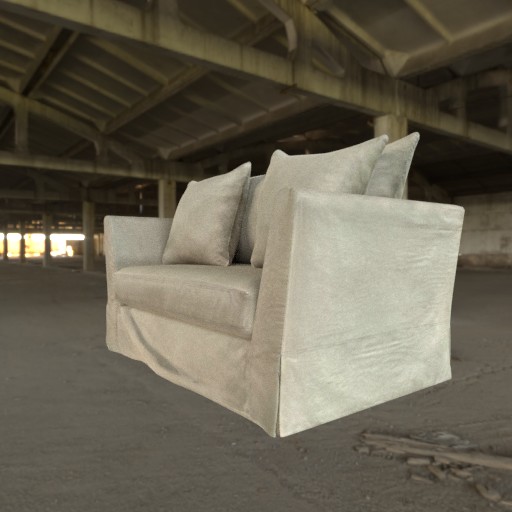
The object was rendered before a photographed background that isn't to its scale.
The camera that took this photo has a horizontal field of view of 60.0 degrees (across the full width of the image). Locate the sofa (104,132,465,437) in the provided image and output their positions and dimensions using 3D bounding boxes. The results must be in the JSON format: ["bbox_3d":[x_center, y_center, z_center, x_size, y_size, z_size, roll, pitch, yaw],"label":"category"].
[{"bbox_3d":[0.000,0.000,2.187,1.035,1.040,1.608,-1,2,-38],"label":"sofa"}]
